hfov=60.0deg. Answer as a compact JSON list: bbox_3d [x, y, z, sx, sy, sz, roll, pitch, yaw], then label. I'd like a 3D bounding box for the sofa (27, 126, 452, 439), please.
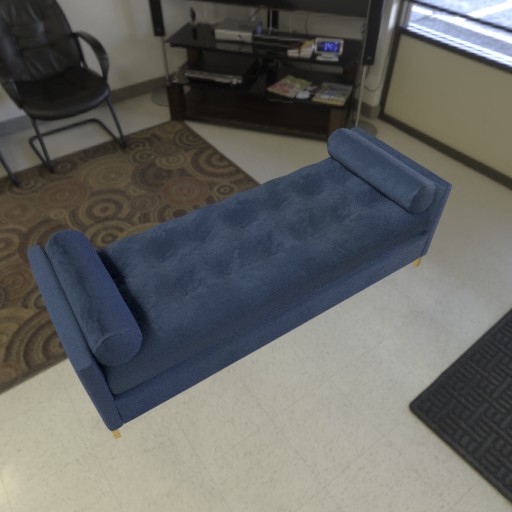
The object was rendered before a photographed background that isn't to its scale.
[{"bbox_3d":[0.000,0.000,2.453,2.102,0.705,0.796,-25,50,-23],"label":"sofa"}]
